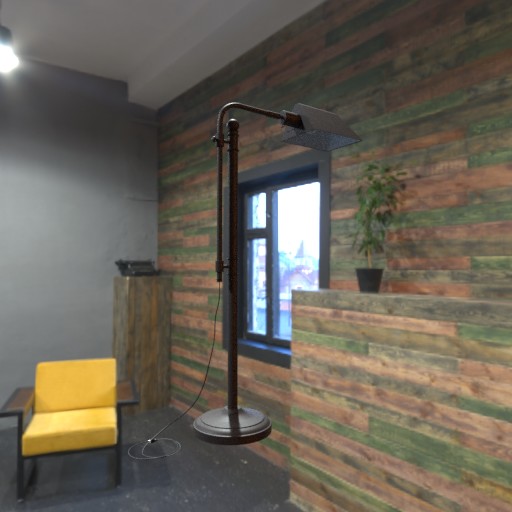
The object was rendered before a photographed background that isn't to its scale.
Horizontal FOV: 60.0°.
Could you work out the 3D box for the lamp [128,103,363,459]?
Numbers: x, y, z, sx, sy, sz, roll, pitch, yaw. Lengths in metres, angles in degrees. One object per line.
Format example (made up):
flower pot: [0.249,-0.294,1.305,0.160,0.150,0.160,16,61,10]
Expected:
lamp: [0.000,0.000,0.943,0.545,0.708,0.159,1,-2,-36]
